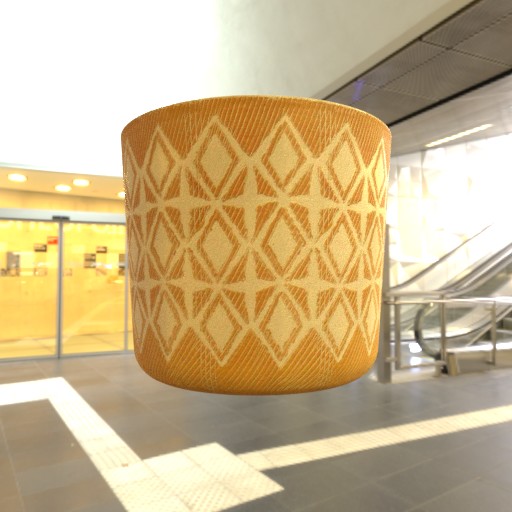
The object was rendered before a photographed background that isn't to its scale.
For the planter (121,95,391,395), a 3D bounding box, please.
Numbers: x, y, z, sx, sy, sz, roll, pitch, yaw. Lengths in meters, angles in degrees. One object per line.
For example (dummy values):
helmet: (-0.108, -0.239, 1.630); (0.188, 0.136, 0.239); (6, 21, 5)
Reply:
planter: (0.000, 0.000, 0.327); (0.193, 0.165, 0.193); (0, -2, 0)
